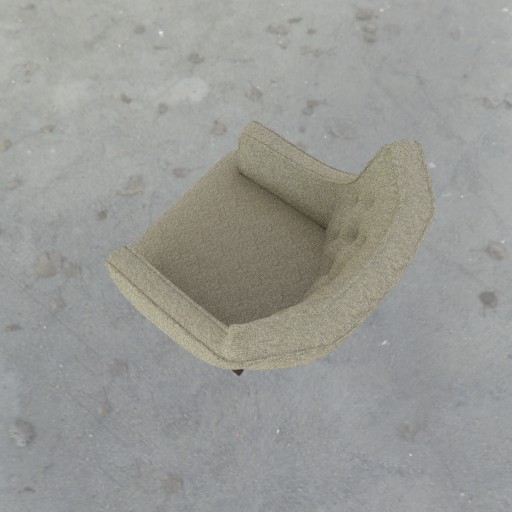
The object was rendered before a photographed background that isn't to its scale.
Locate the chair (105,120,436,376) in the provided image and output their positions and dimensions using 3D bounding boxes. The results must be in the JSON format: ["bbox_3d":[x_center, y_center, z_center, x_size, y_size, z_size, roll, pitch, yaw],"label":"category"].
[{"bbox_3d":[0.000,0.000,1.643,0.910,0.920,0.820,35,68,16],"label":"chair"}]
